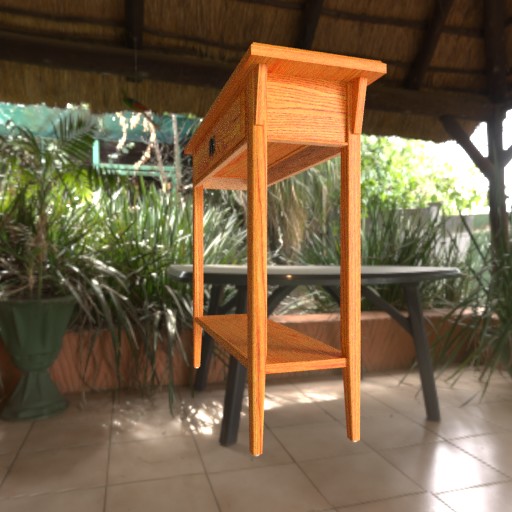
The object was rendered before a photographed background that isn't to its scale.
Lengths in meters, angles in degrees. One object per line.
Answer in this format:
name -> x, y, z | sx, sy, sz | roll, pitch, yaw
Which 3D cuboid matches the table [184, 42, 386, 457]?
table -> 0.000, 0.000, 1.126 | 0.254, 0.711, 0.762 | 0, 0, -17
